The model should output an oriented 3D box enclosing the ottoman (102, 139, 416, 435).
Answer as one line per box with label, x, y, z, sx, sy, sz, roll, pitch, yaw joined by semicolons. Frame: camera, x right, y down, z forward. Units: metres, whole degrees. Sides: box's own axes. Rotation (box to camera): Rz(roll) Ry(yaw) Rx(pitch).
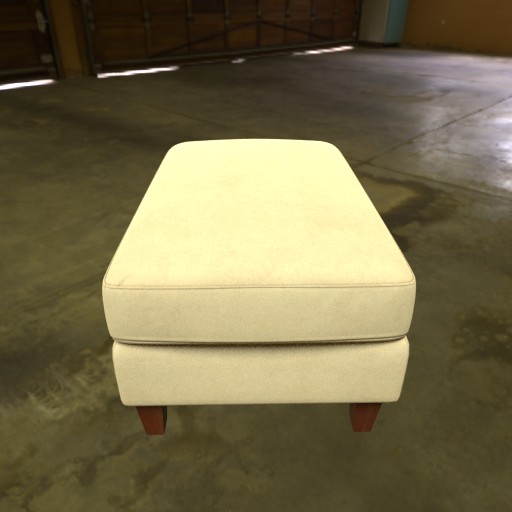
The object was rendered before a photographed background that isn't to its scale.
ottoman;0.000;0.000;1.216;0.584;0.483;0.864;-1;30;-1
